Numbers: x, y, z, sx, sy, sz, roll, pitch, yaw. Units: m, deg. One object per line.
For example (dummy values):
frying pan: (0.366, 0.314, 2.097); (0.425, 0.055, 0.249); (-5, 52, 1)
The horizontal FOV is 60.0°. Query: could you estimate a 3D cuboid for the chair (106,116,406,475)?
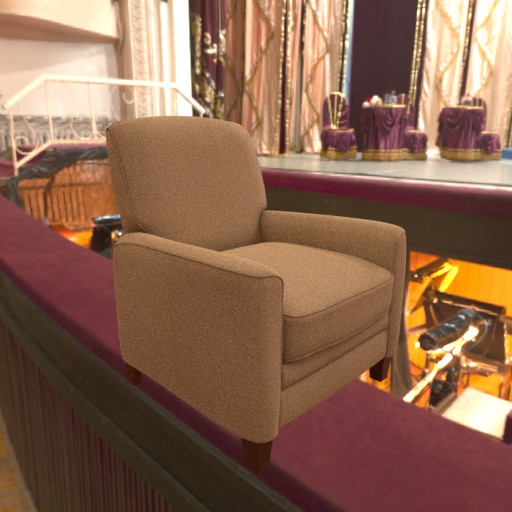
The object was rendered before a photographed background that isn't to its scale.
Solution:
chair: (0.000, 0.000, 1.640); (0.864, 1.014, 0.848); (14, 21, 43)
